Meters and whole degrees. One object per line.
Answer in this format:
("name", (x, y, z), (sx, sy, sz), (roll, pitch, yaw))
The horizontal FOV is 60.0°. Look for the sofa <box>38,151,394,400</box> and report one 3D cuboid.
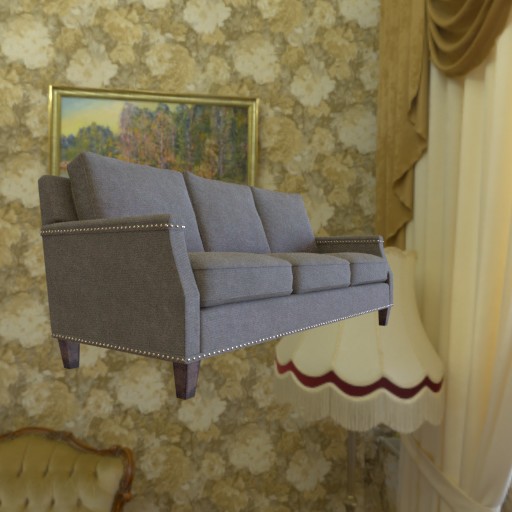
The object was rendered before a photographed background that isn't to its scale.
("sofa", (0.000, 0.000, 2.732), (1.034, 1.042, 2.226), (0, 0, 36))
